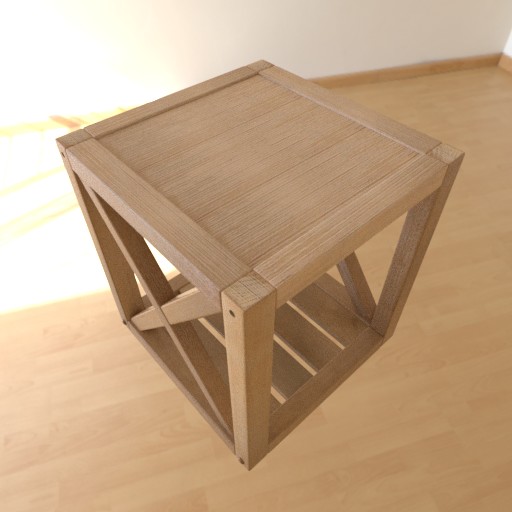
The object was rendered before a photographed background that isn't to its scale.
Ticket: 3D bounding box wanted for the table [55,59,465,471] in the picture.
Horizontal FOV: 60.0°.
[{"bbox_3d":[0.000,0.000,1.057,0.558,0.610,0.559,-33,55,-28],"label":"table"}]
